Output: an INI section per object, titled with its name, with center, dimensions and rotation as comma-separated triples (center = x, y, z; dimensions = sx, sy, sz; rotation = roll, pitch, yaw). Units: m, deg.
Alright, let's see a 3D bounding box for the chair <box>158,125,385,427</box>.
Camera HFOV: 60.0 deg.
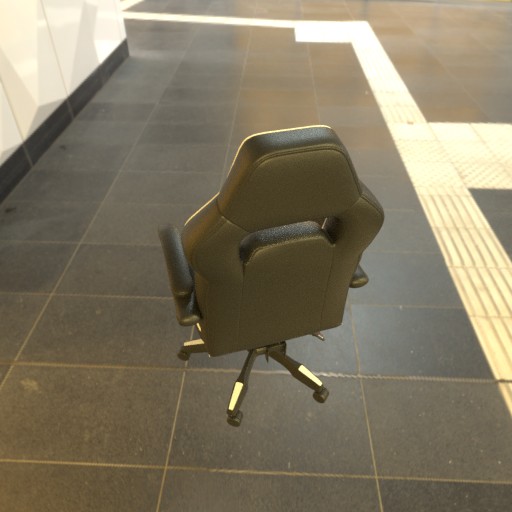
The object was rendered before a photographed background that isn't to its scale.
[chair]
center = 0.000, 0.000, 1.612
dimensions = 0.676, 1.200, 0.700
rotation = -11, 42, -13
